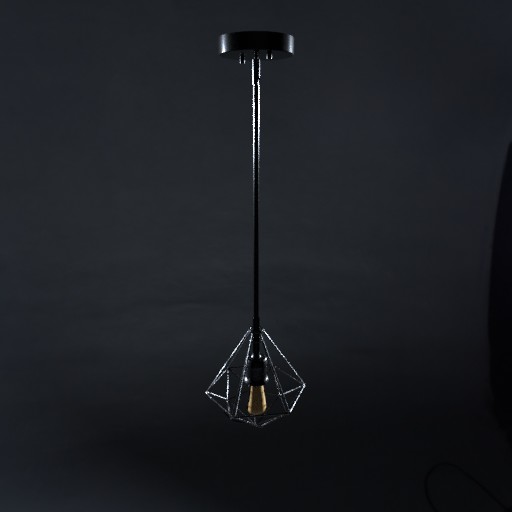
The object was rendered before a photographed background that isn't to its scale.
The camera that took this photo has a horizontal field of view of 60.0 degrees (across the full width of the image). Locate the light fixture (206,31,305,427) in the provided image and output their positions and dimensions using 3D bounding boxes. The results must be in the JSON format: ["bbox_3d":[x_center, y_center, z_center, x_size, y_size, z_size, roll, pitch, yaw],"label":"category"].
[{"bbox_3d":[0.000,0.000,1.975,0.487,1.764,0.431,-2,16,-7],"label":"light fixture"}]
